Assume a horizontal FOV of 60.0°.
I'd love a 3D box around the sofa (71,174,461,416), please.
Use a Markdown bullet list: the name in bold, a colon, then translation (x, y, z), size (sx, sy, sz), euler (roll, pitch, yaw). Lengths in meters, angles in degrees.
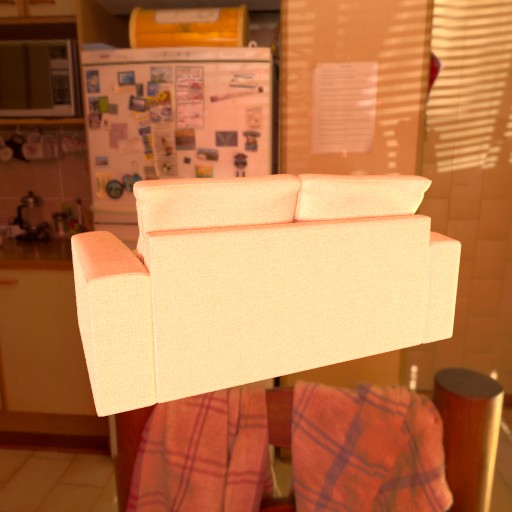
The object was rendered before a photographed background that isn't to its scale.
- **sofa**: translation (0.000, 0.000, 2.340), size (1.754, 0.875, 1.091), euler (-6, 13, -24)
